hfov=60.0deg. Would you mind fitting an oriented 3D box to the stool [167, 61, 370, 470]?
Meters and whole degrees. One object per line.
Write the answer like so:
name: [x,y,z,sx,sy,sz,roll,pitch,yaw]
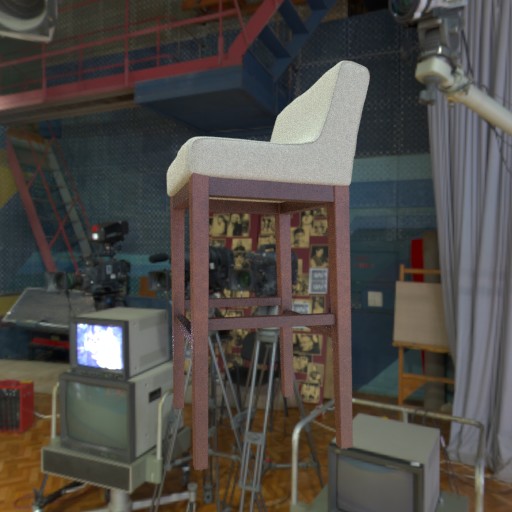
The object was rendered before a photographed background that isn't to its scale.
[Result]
stool: [0.000,0.000,1.350,0.500,1.037,0.511,0,1,-17]
